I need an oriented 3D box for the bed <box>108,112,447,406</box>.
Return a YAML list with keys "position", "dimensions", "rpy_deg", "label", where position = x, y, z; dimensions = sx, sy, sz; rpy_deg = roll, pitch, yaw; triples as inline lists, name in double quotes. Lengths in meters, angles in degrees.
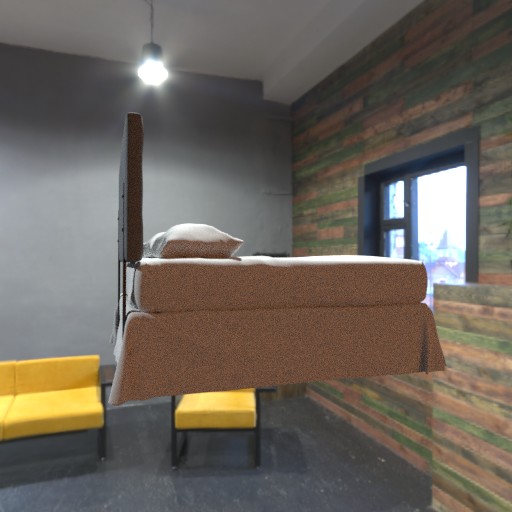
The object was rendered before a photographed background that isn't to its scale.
- position: [0.000, 0.000, 3.529]
  dimensions: [2.222, 1.577, 1.936]
  rpy_deg: [0, -1, -18]
  label: "bed"
